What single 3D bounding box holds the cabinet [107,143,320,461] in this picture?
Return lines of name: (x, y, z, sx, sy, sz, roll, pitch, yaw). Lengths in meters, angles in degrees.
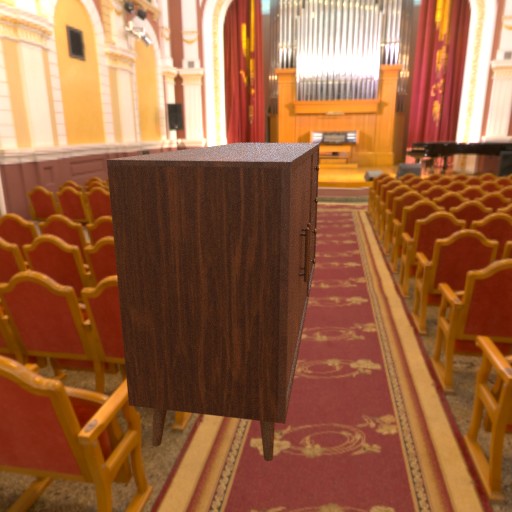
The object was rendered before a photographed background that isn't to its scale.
cabinet: (0.000, 0.000, 1.988, 0.505, 0.940, 1.575, 3, 16, 10)
